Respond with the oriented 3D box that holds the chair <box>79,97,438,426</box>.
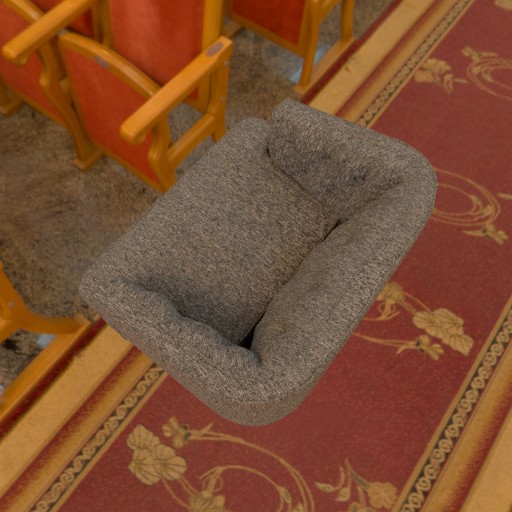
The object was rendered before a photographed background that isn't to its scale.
[{"bbox_3d":[0.000,0.000,1.759,0.941,0.852,1.104,35,69,15],"label":"chair"}]
